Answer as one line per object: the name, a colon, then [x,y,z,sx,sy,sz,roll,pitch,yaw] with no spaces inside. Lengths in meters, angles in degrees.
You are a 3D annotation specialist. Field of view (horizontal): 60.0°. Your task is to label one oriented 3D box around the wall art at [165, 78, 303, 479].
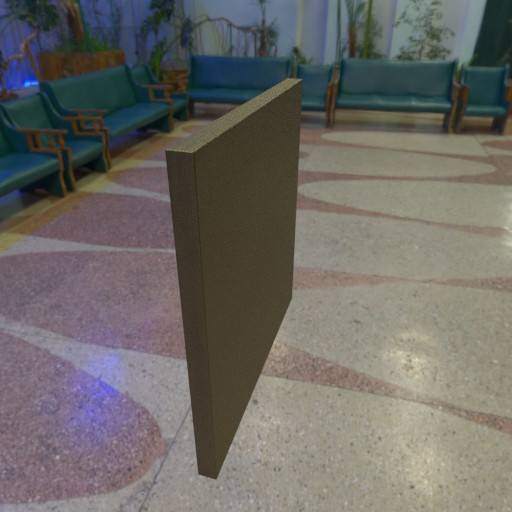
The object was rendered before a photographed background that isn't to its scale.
wall art: [0.000,0.000,0.762,0.031,0.506,0.503,9,31,15]
